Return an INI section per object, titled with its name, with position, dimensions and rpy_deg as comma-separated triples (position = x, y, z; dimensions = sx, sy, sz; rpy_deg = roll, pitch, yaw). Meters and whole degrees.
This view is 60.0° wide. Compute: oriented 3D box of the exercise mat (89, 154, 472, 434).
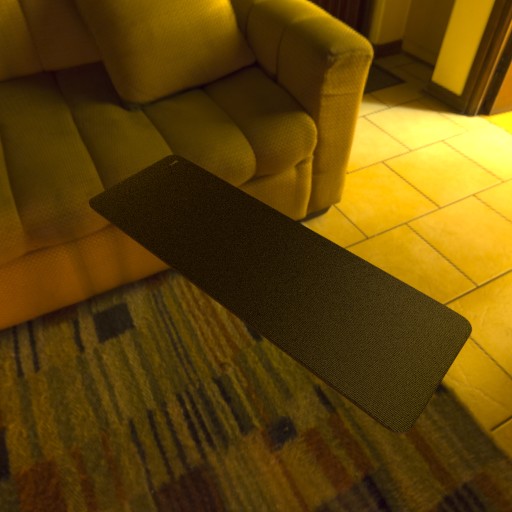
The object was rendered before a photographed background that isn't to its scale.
[exercise mat]
position = 0.000, 0.000, 2.070
dimensions = 1.869, 0.021, 0.616
rpy_deg = 33, 55, 27
